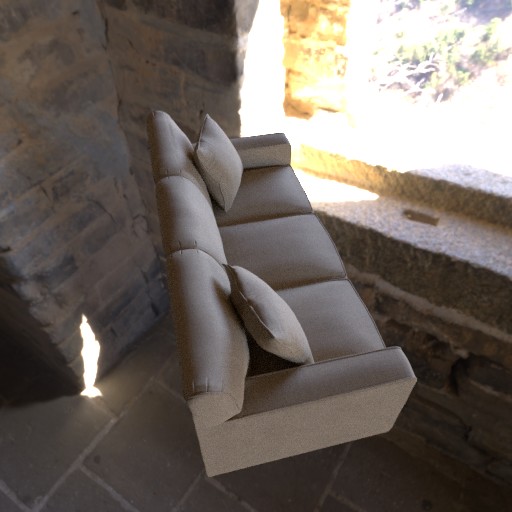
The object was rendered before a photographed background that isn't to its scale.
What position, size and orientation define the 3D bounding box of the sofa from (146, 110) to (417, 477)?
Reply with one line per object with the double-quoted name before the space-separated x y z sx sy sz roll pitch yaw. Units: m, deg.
"sofa" 0.000 0.000 2.574 0.997 0.958 2.024 -10 47 -9
